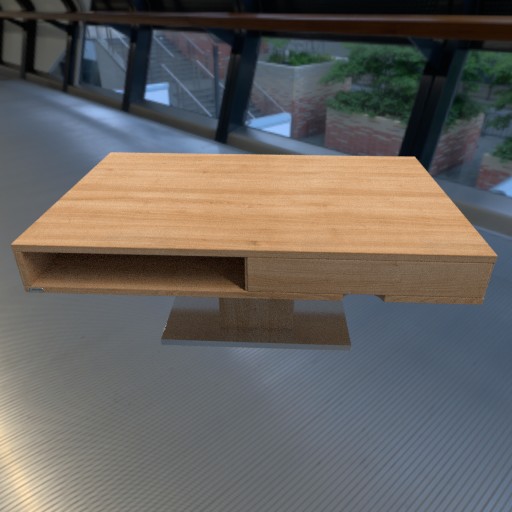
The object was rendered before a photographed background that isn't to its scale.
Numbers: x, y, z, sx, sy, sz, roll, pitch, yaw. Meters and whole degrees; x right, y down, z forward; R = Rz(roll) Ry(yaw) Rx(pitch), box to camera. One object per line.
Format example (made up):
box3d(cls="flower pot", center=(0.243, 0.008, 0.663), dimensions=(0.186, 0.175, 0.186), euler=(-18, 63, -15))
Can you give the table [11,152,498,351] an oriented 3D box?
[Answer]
box3d(cls="table", center=(0.000, 0.000, 1.410), dimensions=(1.100, 0.440, 0.700), euler=(1, 30, 2))
